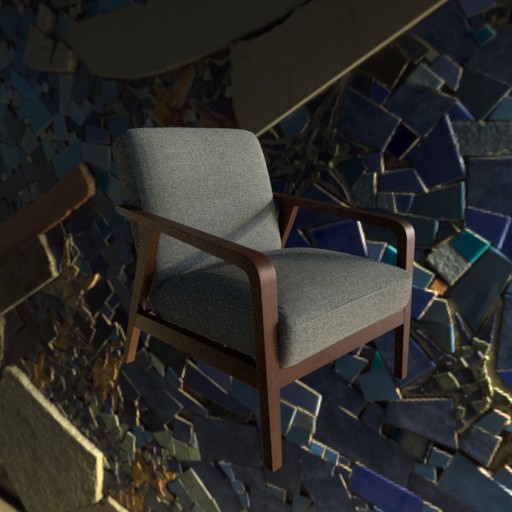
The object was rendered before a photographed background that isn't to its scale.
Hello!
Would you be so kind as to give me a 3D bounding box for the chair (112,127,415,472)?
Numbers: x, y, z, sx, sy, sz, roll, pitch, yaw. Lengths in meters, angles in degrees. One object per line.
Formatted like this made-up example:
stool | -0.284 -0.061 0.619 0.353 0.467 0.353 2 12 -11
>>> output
chair | 0.000 0.000 1.512 0.704 0.847 0.858 -14 20 -42
